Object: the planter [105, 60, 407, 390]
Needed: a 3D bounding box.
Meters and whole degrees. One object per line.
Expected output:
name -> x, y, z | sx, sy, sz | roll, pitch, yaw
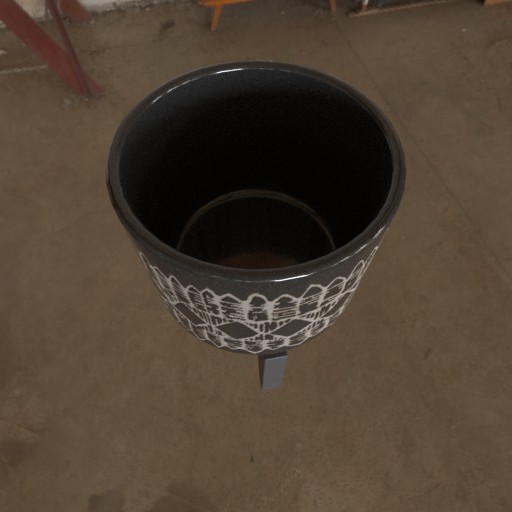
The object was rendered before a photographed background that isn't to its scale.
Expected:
planter -> 0.000, 0.000, 0.402 | 0.196, 0.264, 0.196 | 17, 60, 10
